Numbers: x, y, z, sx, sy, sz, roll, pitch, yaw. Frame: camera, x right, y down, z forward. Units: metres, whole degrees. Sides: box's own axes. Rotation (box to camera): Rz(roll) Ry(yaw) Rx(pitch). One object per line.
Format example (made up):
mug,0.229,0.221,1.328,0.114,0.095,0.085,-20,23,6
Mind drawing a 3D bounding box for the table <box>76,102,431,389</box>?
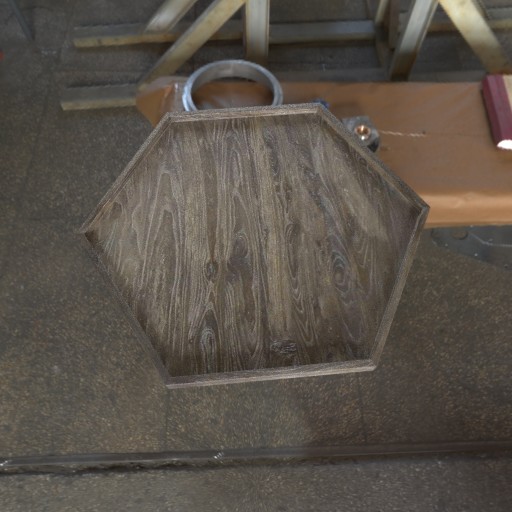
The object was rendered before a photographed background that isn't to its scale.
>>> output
table,0.000,0.000,1.602,0.966,0.488,1.115,-32,67,-15
